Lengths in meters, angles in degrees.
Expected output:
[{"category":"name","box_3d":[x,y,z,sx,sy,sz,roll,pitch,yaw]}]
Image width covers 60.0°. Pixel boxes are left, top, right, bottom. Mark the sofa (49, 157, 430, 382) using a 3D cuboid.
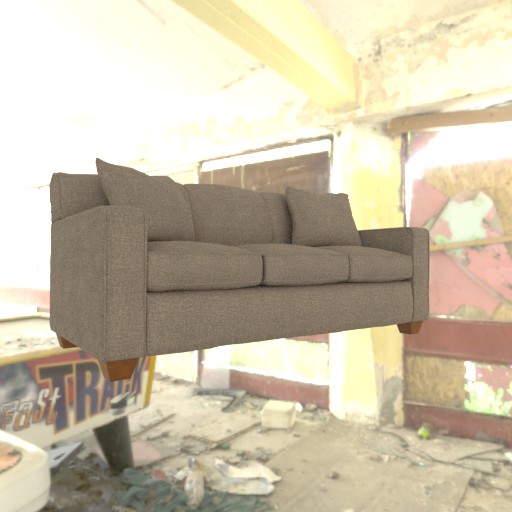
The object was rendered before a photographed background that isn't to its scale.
[{"category":"sofa","box_3d":[0.000,0.000,2.546,2.024,0.958,0.997,0,-1,-35]}]
